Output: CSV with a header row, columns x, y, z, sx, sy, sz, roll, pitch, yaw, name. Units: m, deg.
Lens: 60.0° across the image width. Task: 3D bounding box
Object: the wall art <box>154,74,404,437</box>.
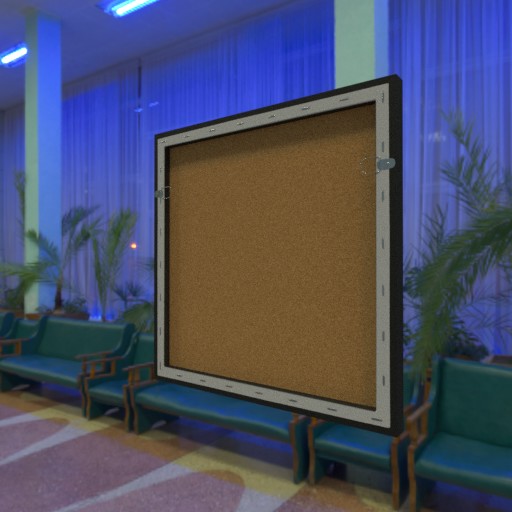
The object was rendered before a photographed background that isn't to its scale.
x,y,z,sx,sy,sz,roll,pitch,yaw,name
0.000,0.000,1.164,0.758,0.758,0.044,0,-1,37,wall art
